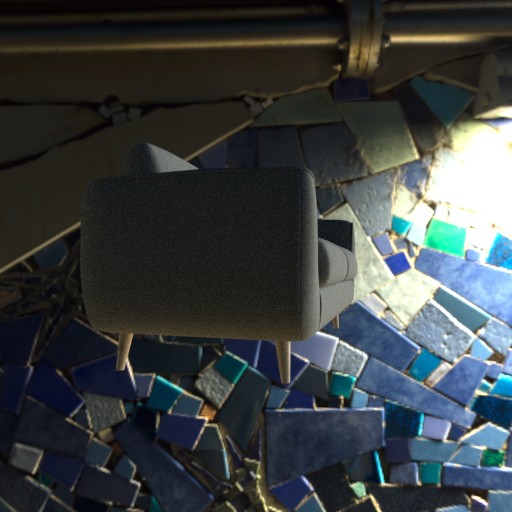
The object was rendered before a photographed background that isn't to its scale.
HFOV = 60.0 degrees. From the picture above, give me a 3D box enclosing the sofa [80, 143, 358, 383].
[{"bbox_3d":[0.000,0.000,2.218,0.920,0.870,1.700,-1,-2,17],"label":"sofa"}]
